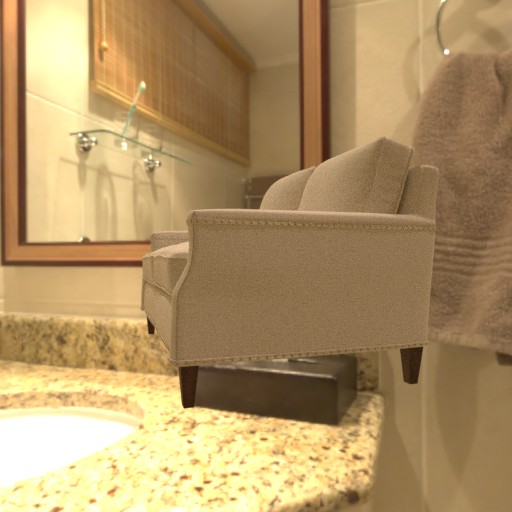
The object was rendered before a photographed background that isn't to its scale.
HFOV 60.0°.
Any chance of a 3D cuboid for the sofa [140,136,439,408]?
[{"bbox_3d":[0.000,0.000,2.319,1.084,1.003,1.597,0,0,-18],"label":"sofa"}]
